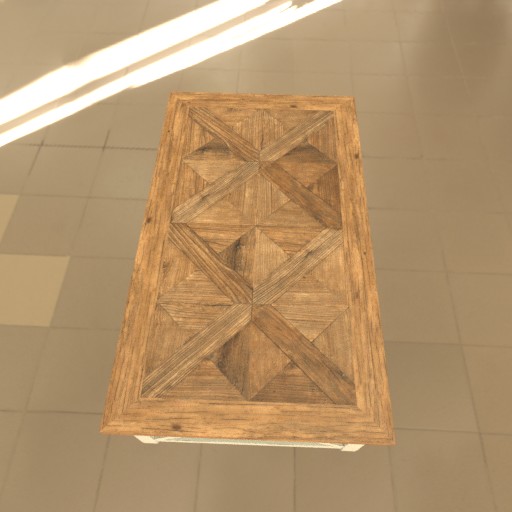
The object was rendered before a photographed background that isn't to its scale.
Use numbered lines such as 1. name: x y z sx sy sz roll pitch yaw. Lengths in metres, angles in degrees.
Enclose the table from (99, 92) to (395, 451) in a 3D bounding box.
1. table: 0.000 0.000 1.733 0.800 0.410 1.400 2 59 1
